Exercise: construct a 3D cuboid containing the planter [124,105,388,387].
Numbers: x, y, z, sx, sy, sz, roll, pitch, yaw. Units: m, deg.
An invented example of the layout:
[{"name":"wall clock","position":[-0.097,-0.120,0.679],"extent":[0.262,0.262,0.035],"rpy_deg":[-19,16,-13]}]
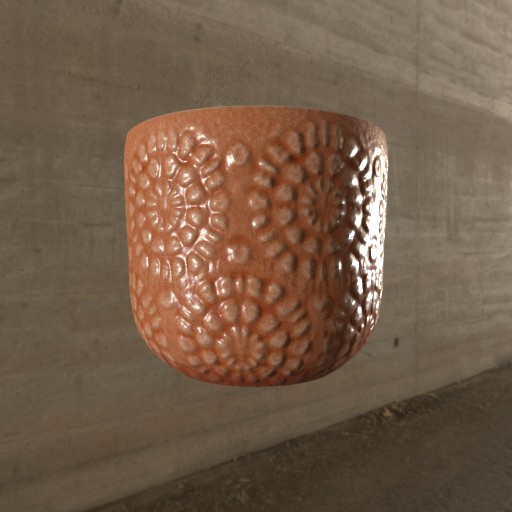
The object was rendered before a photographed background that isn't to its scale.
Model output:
[{"name":"planter","position":[0.000,0.000,0.218],"extent":[0.124,0.109,0.124],"rpy_deg":[0,1,0]}]
